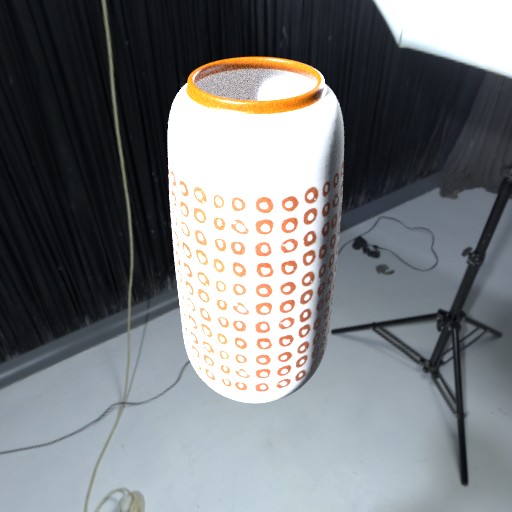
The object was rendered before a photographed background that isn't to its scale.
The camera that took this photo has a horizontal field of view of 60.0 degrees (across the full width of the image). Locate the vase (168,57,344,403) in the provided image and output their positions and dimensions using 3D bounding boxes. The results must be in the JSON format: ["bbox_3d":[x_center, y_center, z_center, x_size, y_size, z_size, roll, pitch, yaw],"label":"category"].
[{"bbox_3d":[0.000,0.000,0.357,0.133,0.282,0.133,0,40,0],"label":"vase"}]
